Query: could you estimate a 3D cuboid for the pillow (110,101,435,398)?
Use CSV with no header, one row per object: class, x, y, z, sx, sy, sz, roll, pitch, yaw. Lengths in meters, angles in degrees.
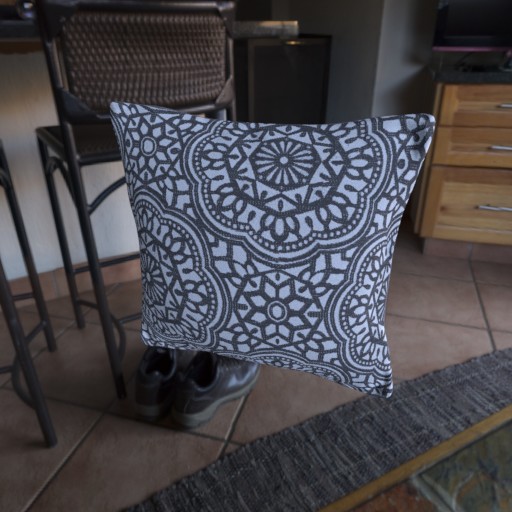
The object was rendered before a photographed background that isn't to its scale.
pillow,0.000,0.000,0.648,0.436,0.417,0.148,8,27,17
